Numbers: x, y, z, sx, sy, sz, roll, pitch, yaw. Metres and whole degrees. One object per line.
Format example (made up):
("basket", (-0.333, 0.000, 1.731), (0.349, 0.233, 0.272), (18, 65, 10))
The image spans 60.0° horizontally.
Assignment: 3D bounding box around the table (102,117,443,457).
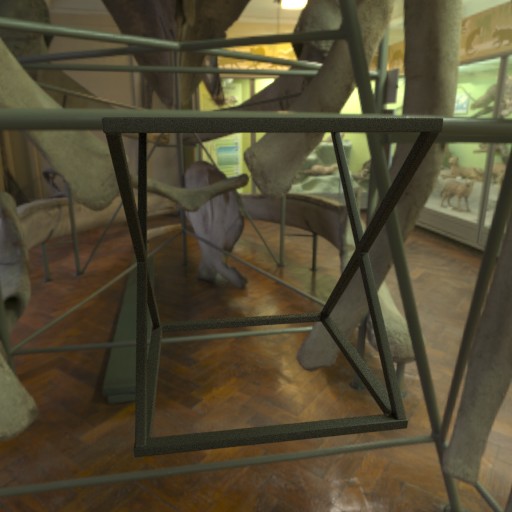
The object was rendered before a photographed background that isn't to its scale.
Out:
("table", (0.000, 0.000, 0.954), (0.500, 0.565, 0.500), (-3, 17, -8))
